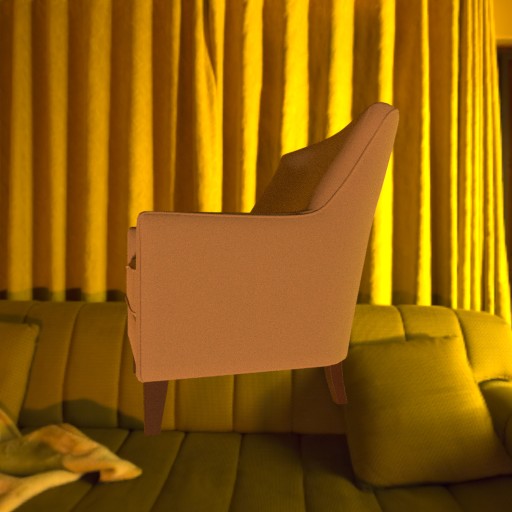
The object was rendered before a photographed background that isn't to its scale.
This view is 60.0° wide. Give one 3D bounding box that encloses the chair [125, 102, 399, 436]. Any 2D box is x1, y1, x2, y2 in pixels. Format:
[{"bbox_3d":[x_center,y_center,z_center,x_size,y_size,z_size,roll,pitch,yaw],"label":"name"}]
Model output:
[{"bbox_3d":[0.000,0.000,1.565,0.879,0.916,0.756,0,0,-18],"label":"chair"}]
